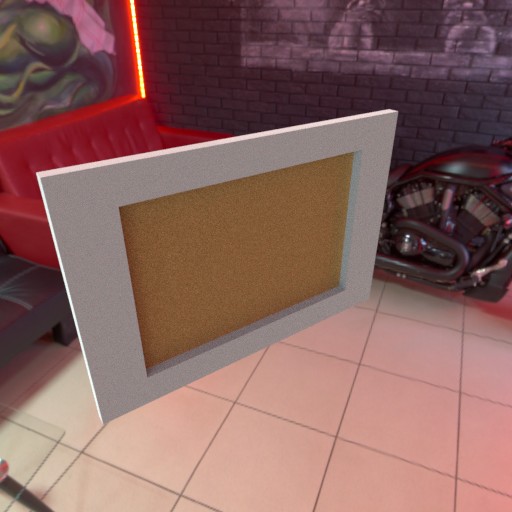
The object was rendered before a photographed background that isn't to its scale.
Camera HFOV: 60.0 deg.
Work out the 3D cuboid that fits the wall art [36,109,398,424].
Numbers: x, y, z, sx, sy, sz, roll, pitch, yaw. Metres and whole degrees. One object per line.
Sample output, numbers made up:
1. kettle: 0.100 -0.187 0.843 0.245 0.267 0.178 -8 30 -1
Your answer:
1. wall art: 0.000 0.000 1.135 0.906 0.617 0.033 -19 35 -29
